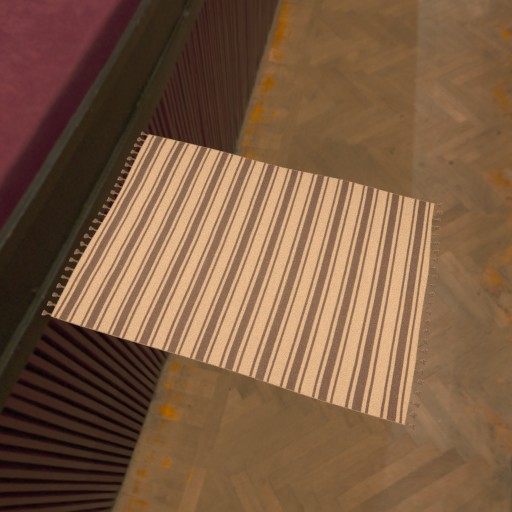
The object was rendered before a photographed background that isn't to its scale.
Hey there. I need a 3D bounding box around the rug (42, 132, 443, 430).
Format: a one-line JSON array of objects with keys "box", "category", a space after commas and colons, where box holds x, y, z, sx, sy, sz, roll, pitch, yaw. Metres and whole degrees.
[{"box": [0.000, 0.000, 3.821, 3.040, 0.017, 2.030, 15, 64, 8], "category": "rug"}]
